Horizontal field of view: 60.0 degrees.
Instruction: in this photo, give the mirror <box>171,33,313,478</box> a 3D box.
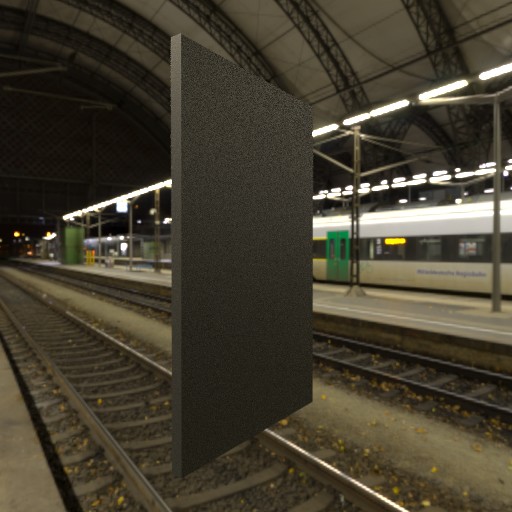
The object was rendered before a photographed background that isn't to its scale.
[{"bbox_3d":[0.000,0.000,1.536,0.038,1.219,0.762,0,1,35],"label":"mirror"}]
